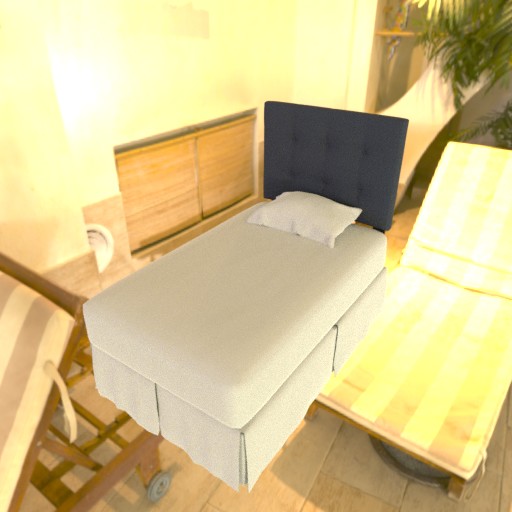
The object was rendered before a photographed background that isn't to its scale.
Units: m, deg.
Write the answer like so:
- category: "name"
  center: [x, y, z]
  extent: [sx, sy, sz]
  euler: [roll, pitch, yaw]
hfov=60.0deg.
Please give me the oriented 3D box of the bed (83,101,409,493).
- category: "bed"
  center: [0.000, 0.000, 2.924]
  extent: [1.261, 1.571, 1.997]
  euler: [19, 35, 30]
